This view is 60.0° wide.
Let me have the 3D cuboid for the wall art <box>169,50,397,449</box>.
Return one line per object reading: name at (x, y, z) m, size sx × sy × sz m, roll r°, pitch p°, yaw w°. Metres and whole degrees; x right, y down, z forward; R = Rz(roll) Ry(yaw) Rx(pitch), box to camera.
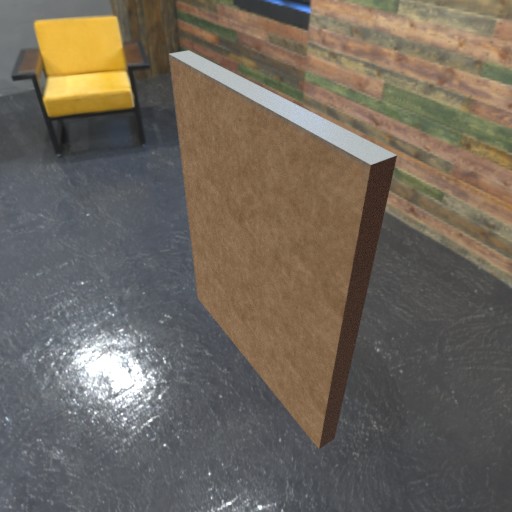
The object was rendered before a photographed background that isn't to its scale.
wall art at (0.000, 0.000, 0.756) m, size 0.037 × 0.554 × 0.453 m, roll -23°, pitch 45°, yaw -25°
